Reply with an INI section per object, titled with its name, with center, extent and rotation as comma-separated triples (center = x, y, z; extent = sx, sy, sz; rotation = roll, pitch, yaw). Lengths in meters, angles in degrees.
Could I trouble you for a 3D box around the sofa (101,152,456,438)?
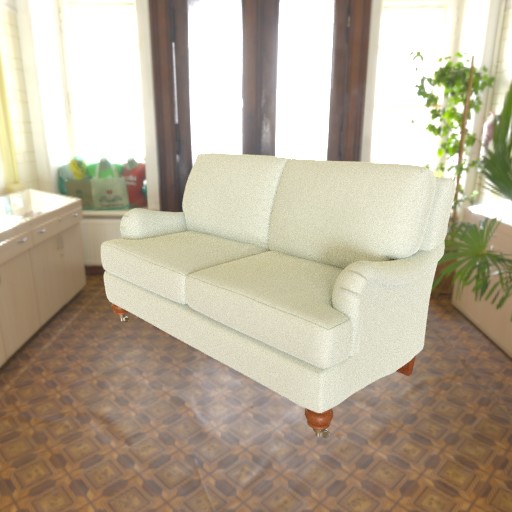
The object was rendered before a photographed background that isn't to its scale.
[sofa]
center = 0.000, 0.000, 2.578
extent = 1.853, 1.101, 1.084
rotation = 16, 22, 43
